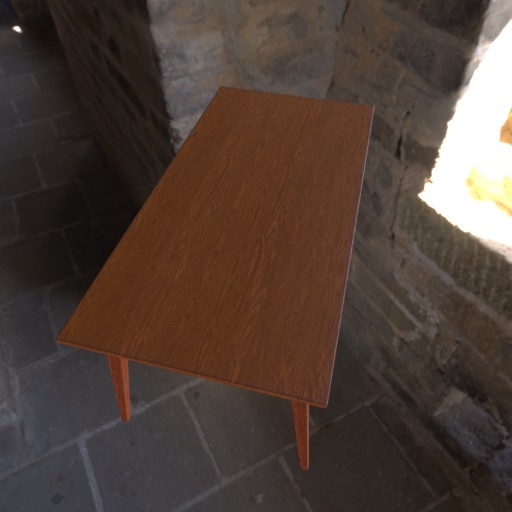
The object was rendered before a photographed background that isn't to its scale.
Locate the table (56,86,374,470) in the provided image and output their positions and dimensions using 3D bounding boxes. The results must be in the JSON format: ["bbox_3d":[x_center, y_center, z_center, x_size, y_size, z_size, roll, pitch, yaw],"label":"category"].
[{"bbox_3d":[0.000,0.000,2.045,0.811,0.755,1.609,11,49,10],"label":"table"}]
